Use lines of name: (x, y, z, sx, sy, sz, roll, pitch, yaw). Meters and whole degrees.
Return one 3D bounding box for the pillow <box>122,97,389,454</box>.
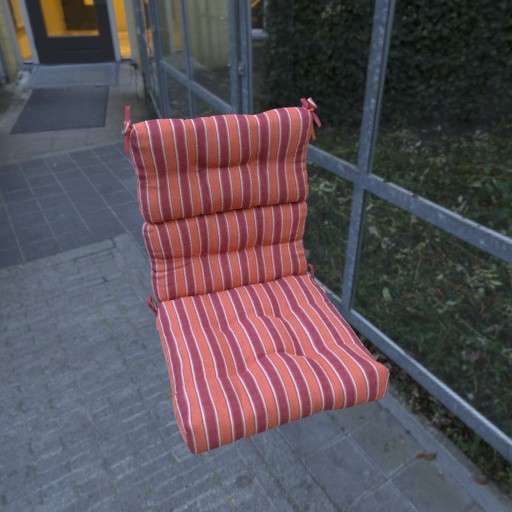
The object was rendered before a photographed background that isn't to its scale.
pillow: (0.000, 0.000, 1.046, 0.519, 0.605, 0.571, -10, 34, -15)
